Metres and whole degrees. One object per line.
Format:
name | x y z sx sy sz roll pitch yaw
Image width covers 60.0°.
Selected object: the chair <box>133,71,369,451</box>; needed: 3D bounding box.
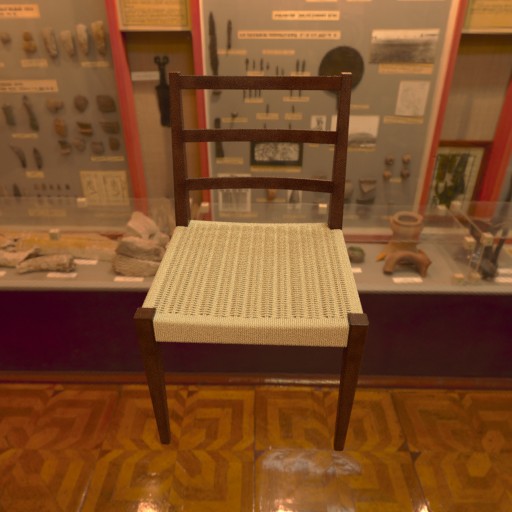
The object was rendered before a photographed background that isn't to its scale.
chair | 0.000 0.000 1.137 0.480 0.813 0.551 1 31 2
